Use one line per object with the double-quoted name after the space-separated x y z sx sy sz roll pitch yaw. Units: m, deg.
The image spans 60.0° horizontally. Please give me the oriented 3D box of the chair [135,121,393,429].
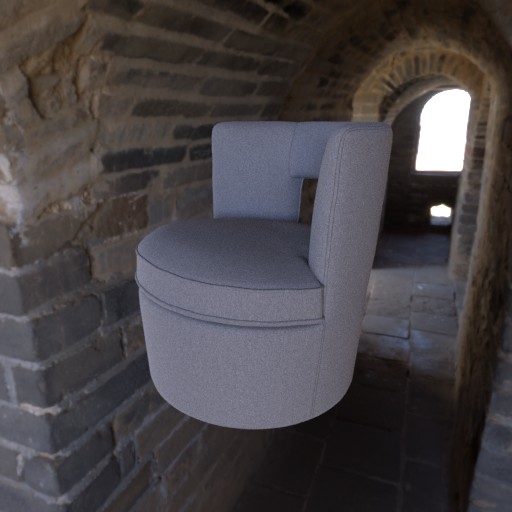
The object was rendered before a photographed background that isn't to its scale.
0.000 0.000 1.241 0.660 0.719 0.689 -8 19 -25 "chair"
